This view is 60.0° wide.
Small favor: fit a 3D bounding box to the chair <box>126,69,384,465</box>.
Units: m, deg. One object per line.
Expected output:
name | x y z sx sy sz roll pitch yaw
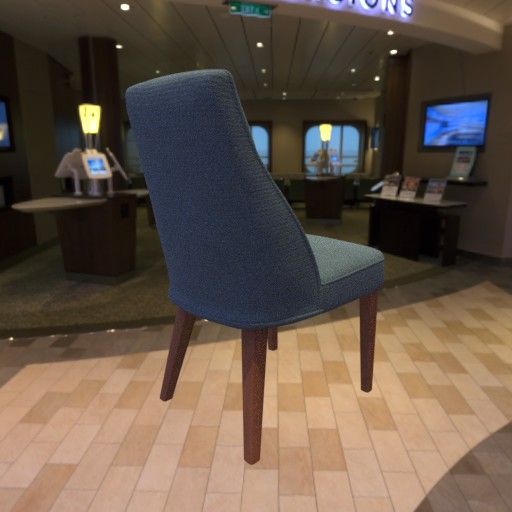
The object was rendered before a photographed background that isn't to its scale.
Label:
chair | 0.000 0.000 1.290 0.620 0.930 0.500 -13 18 -42
